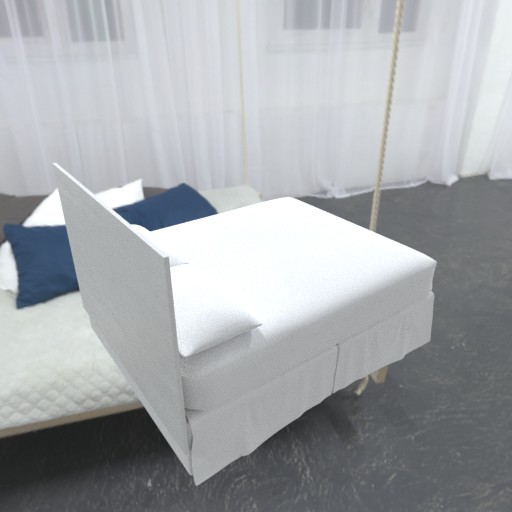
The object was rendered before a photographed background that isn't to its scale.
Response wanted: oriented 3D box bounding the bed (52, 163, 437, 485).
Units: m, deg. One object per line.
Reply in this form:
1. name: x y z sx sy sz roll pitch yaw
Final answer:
1. bed: 0.000 0.000 3.130 2.094 1.335 1.745 -19 33 -32
